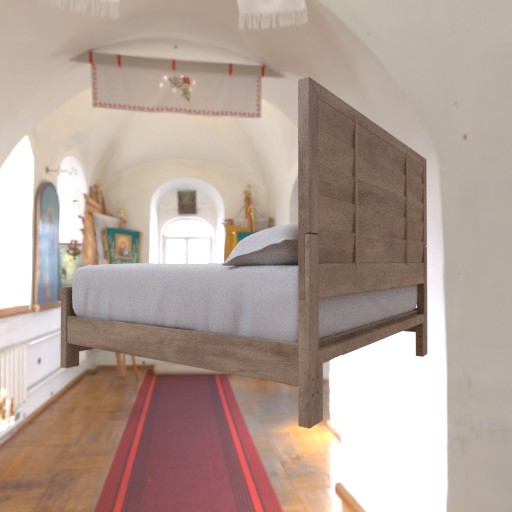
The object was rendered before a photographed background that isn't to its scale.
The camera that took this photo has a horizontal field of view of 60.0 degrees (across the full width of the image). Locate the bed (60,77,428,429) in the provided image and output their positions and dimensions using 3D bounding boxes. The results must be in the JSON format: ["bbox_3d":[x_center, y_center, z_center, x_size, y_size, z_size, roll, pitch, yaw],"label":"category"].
[{"bbox_3d":[0.000,0.000,3.465,2.062,1.626,2.032,-1,-1,36],"label":"bed"}]
